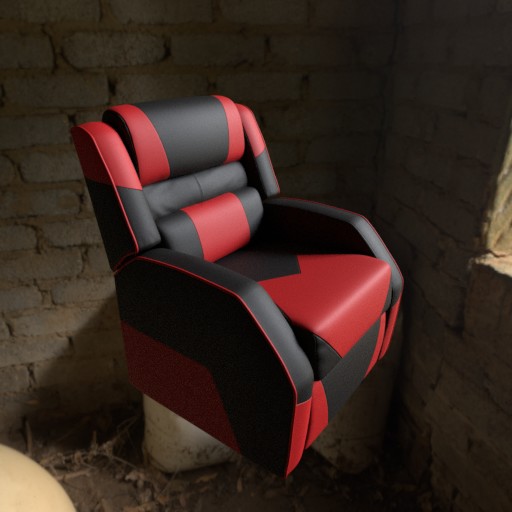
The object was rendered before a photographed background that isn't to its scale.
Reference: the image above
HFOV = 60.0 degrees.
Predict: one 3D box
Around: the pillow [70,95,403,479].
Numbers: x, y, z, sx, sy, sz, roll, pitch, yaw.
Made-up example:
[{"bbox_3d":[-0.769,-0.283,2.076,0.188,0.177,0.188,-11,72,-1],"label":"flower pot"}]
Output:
[{"bbox_3d":[0.000,0.000,1.247,0.672,0.805,0.620,18,30,33],"label":"pillow"}]
